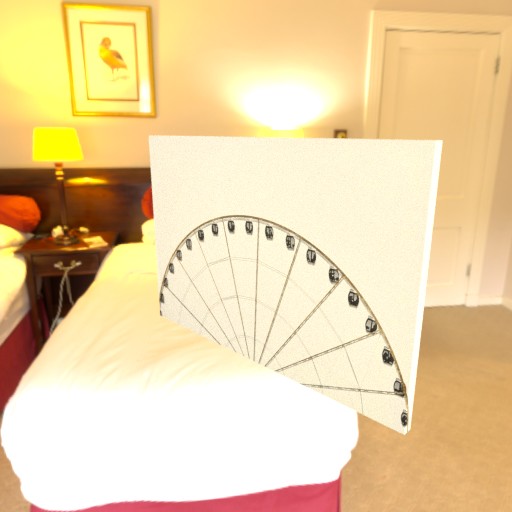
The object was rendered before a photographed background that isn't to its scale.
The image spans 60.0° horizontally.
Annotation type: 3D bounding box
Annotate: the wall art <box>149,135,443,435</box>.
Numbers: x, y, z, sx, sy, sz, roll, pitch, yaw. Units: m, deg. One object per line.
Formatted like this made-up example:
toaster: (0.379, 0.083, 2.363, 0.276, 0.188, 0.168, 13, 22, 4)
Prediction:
wall art: (0.000, 0.000, 1.480, 1.144, 0.767, 0.038, 15, 22, 42)
